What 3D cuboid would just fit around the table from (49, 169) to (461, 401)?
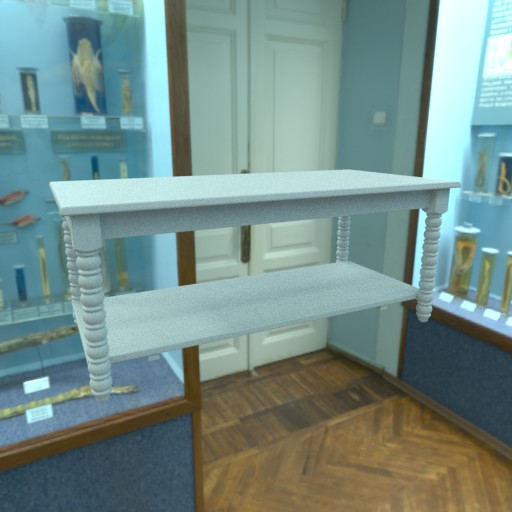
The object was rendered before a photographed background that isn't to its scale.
[{"bbox_3d":[0.000,0.000,1.461,1.171,0.487,0.580,-7,17,-25],"label":"table"}]
